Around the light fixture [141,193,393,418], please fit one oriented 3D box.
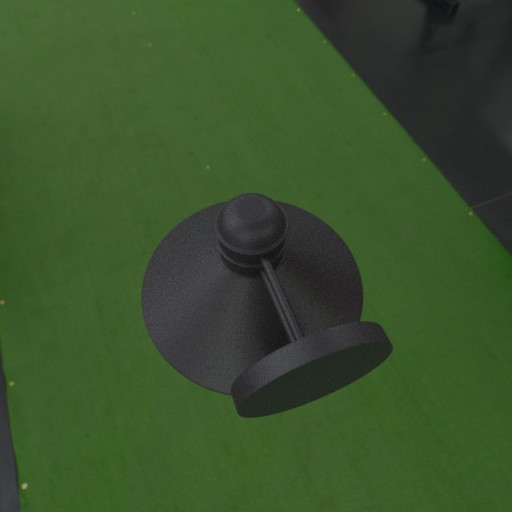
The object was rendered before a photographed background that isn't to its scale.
[{"bbox_3d":[0.000,0.000,0.682,0.396,0.265,0.434,-17,60,-11],"label":"light fixture"}]
